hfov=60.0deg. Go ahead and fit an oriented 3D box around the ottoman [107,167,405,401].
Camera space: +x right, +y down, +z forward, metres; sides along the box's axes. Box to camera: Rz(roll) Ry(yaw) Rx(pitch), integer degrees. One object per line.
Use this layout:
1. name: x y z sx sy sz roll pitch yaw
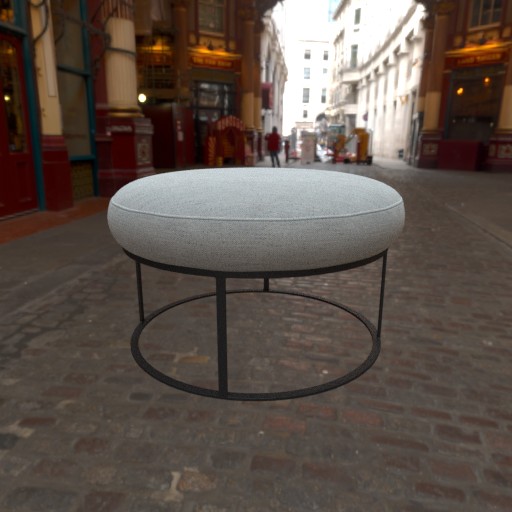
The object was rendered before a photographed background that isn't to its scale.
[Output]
1. ottoman: 0.000 0.000 1.238 0.769 0.459 0.769 0 15 0
